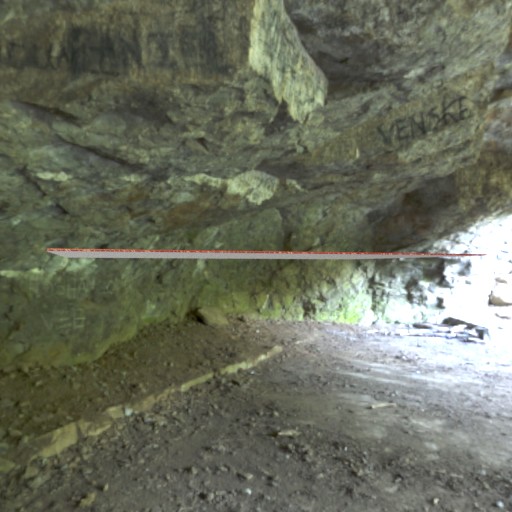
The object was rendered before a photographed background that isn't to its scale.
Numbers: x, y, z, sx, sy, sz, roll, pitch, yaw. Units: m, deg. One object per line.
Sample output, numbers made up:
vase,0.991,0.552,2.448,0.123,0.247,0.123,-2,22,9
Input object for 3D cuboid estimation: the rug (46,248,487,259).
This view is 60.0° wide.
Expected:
rug,0.000,0.000,2.984,2.442,0.010,1.531,0,-1,-20
